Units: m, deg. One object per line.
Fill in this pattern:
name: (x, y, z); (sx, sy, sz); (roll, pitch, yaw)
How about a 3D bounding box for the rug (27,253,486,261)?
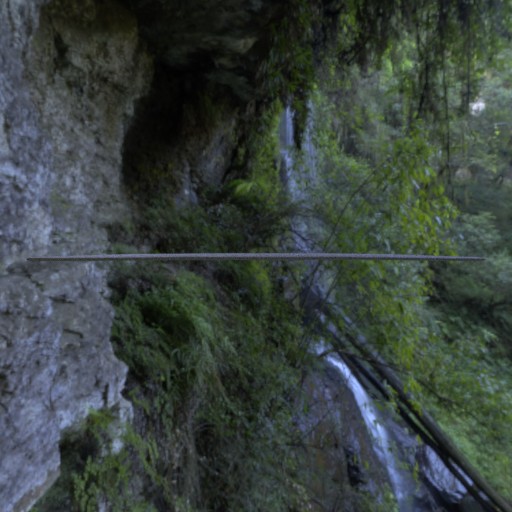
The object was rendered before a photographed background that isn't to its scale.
rug: (0.000, 0.000, 4.126); (3.017, 0.035, 2.472); (0, 1, 0)
